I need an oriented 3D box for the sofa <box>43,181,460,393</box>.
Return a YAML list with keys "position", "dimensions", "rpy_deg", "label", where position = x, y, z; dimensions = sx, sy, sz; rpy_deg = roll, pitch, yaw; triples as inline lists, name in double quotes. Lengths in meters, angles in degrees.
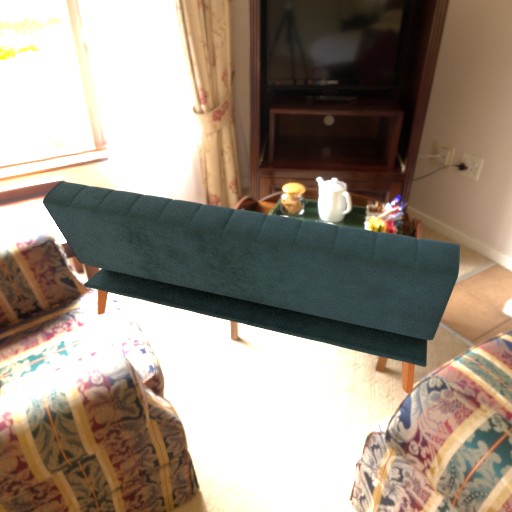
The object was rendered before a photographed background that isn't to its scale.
- position: [0.000, 0.000, 2.335]
  dimensions: [1.804, 0.813, 0.855]
  rpy_deg: [11, 34, 16]
  label: "sofa"
